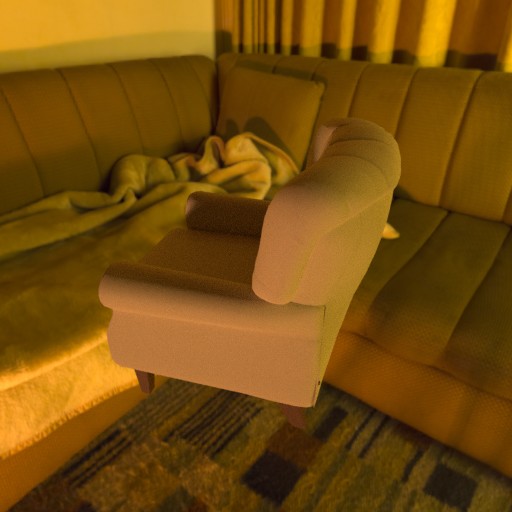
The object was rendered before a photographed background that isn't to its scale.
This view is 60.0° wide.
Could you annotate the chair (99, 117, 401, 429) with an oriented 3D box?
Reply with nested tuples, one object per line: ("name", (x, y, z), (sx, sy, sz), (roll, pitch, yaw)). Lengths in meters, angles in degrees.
("chair", (0.000, 0.000, 2.034), (1.132, 1.169, 1.035), (8, 31, 14))
